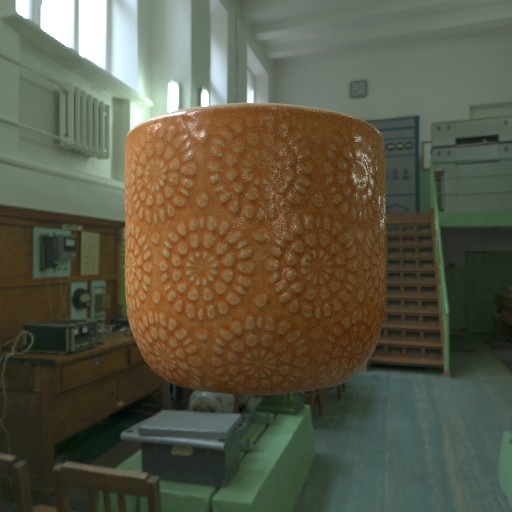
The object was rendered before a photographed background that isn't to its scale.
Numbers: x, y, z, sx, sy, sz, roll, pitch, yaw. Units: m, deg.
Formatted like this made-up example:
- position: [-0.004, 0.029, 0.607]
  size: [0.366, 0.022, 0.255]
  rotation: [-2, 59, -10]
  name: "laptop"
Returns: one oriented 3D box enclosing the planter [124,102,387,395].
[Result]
- position: [0.000, 0.000, 0.292]
  size: [0.170, 0.152, 0.170]
  rotation: [0, -1, 0]
  name: "planter"
